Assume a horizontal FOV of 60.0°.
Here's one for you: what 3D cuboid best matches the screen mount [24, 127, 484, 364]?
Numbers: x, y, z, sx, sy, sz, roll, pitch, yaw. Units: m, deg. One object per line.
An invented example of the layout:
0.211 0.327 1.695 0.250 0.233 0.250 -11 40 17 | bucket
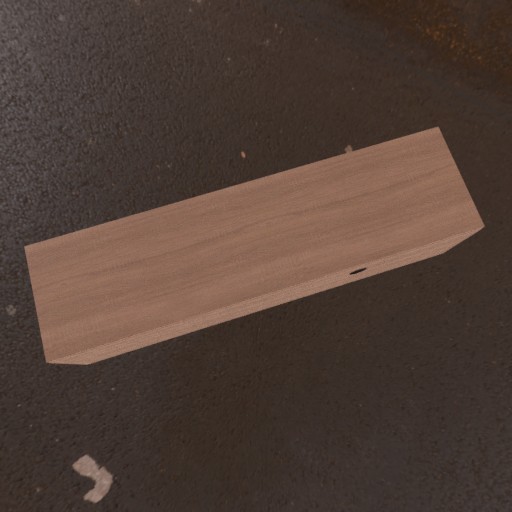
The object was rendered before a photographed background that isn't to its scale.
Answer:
0.000 0.000 1.736 1.500 0.509 0.401 -17 76 -4 | screen mount
